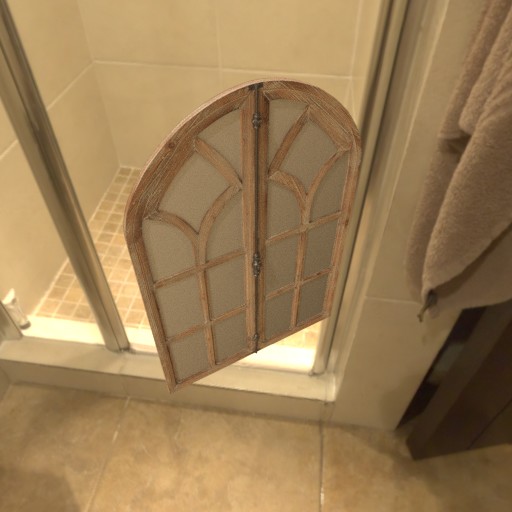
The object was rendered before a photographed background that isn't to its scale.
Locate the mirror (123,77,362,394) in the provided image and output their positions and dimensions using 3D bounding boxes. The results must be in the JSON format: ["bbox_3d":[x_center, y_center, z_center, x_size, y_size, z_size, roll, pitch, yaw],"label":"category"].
[{"bbox_3d":[0.000,0.000,1.151,0.609,0.915,0.032,-22,49,-20],"label":"mirror"}]
